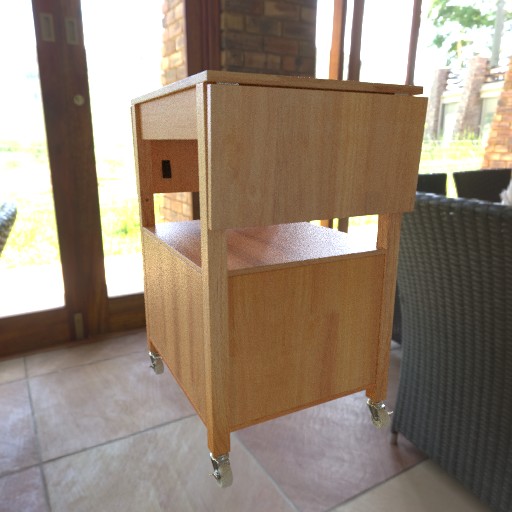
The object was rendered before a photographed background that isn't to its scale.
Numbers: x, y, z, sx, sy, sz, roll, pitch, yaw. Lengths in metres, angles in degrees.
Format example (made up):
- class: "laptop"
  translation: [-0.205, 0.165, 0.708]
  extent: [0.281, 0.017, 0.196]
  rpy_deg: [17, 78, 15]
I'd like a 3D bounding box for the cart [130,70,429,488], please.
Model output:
- class: "cart"
  translation: [0.000, 0.000, 1.212]
  extent: [0.508, 0.838, 0.640]
  rpy_deg: [-7, 16, -26]
